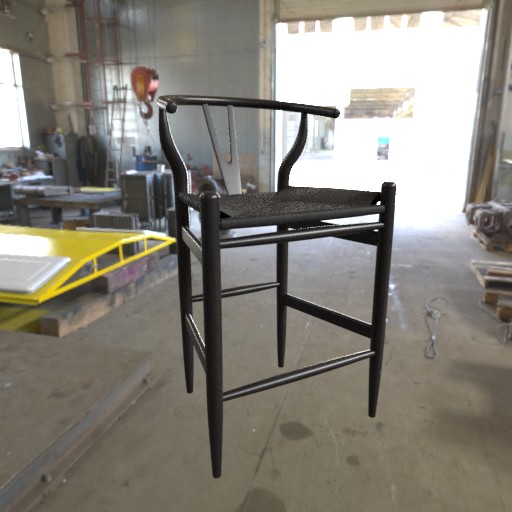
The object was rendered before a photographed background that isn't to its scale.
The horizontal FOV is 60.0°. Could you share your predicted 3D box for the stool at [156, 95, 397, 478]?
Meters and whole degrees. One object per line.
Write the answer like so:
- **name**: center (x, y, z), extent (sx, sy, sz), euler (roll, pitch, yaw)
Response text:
- **stool**: center (0.000, 0.000, 1.360), extent (0.569, 0.970, 0.579), euler (-8, 16, -28)
